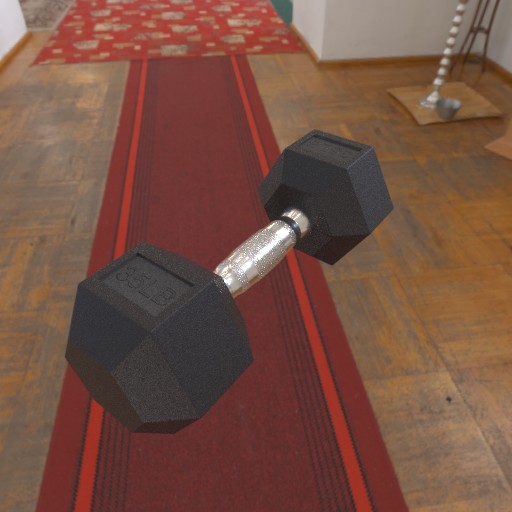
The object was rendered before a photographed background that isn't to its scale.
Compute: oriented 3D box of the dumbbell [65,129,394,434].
[{"bbox_3d":[0.000,0.000,0.417,0.141,0.123,0.356,26,47,27],"label":"dumbbell"}]
